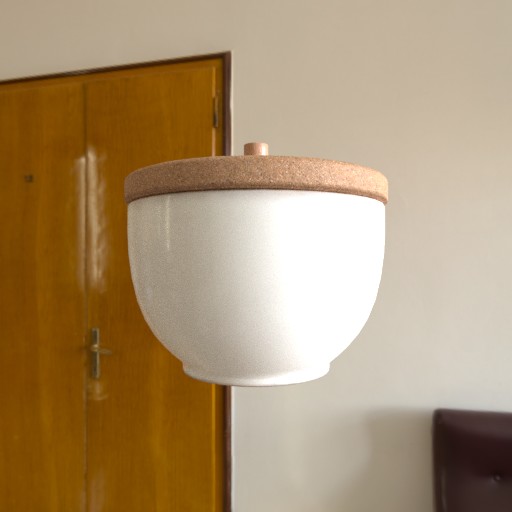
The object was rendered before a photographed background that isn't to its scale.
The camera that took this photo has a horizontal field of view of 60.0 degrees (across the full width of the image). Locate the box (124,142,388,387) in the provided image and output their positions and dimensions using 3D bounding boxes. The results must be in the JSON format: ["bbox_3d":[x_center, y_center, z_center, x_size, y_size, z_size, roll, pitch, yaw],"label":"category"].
[{"bbox_3d":[0.000,0.000,0.188,0.107,0.094,0.107,0,0,0],"label":"box"}]
